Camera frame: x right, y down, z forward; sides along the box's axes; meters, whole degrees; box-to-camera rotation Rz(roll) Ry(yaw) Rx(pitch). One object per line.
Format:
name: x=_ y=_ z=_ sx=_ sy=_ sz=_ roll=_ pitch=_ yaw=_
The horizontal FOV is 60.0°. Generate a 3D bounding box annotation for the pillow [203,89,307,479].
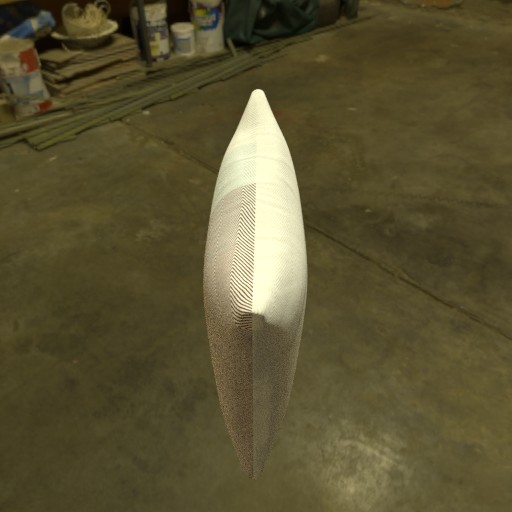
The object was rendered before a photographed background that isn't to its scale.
pillow: x=0.000 y=0.000 z=0.641 sx=0.139 sy=0.305 sz=0.506 roll=0 pitch=41 yaw=1
